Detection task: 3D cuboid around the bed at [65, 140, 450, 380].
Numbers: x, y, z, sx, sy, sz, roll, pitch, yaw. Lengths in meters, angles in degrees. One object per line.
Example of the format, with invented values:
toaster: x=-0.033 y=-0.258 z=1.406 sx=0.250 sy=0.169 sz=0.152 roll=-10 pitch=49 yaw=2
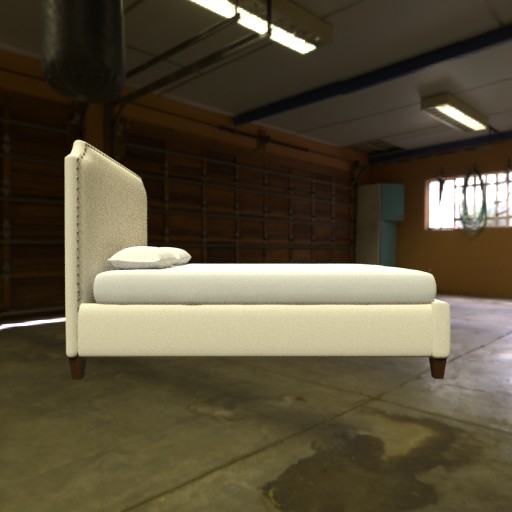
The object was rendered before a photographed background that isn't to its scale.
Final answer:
bed: x=0.000 y=0.000 z=3.524 sx=2.372 sy=1.497 sz=1.712 roll=0 pitch=1 yaw=0
